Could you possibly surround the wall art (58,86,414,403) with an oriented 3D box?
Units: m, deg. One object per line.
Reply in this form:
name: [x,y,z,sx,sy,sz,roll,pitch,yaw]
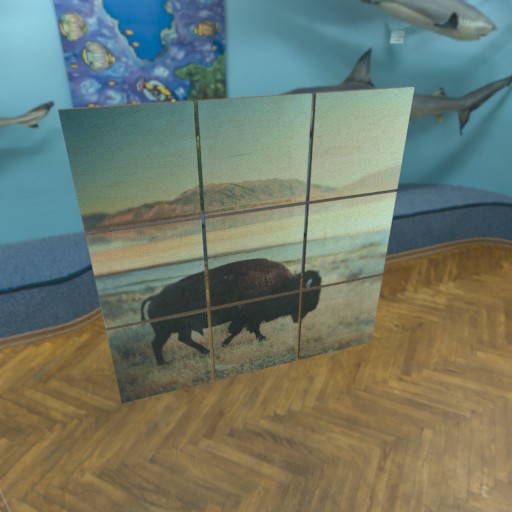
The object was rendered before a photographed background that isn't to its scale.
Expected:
wall art: [0.000,0.000,1.314,0.906,0.904,0.018,-10,31,-16]
